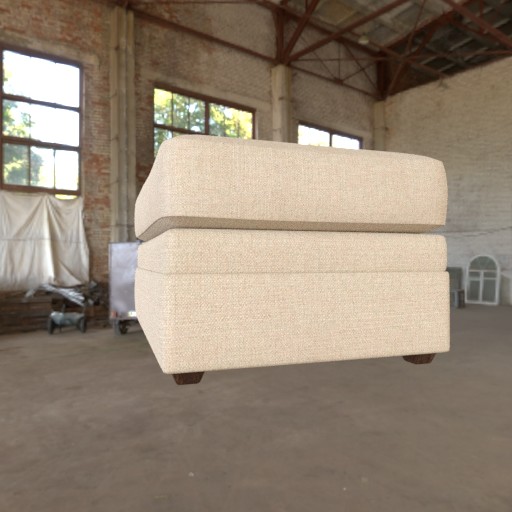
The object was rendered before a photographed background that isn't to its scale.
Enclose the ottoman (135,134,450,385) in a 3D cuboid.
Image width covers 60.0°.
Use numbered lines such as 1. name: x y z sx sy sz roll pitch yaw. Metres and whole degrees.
1. ottoman: 0.000 0.000 1.258 0.637 0.478 0.885 0 -1 -18
